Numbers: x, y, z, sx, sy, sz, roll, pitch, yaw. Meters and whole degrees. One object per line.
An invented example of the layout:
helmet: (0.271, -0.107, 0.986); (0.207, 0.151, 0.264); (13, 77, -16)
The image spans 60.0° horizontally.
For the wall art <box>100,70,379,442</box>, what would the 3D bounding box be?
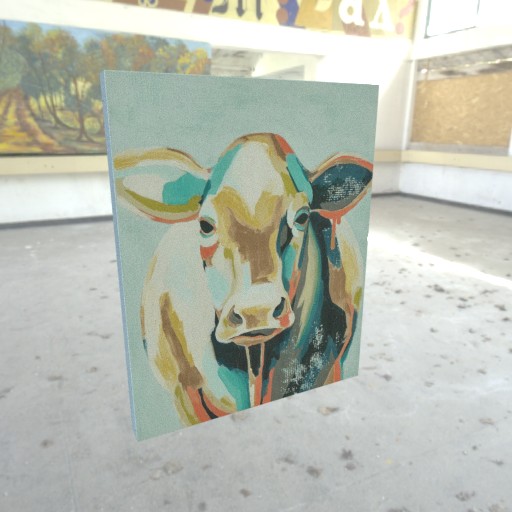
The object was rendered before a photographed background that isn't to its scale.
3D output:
wall art: (0.000, 0.000, 0.685); (0.409, 0.509, 0.037); (-8, 18, -25)
